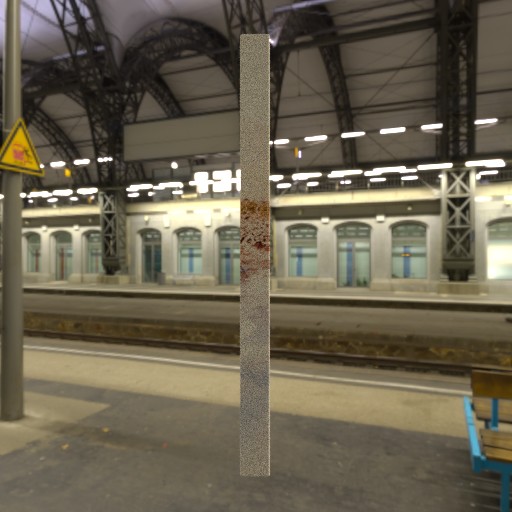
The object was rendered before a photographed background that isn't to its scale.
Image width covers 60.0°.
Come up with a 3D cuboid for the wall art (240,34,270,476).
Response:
[{"bbox_3d":[0.000,0.000,1.591,0.071,1.061,1.061,0,0,0],"label":"wall art"}]
